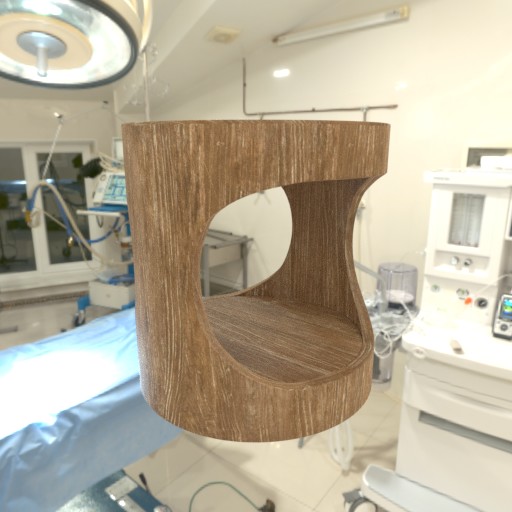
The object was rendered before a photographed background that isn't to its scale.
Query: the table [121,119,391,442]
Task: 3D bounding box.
[{"bbox_3d":[0.000,0.000,0.973,0.527,0.551,0.527,0,15,0],"label":"table"}]
